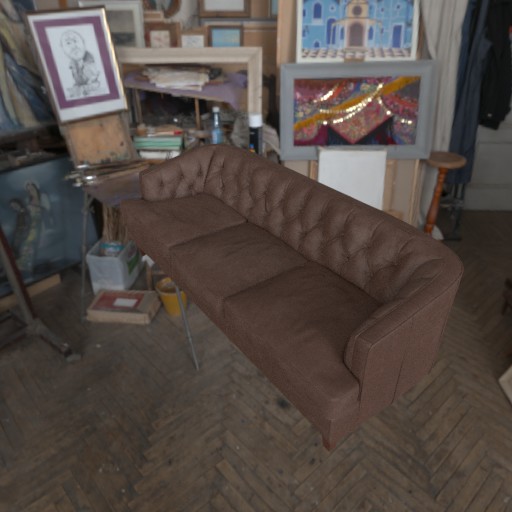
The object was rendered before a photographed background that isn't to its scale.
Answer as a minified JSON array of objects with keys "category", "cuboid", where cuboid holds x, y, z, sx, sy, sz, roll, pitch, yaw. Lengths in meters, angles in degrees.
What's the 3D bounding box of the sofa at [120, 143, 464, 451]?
[{"category":"sofa","cuboid":[0.000,0.000,2.692,0.927,0.787,2.227,-21,38,-30]}]
